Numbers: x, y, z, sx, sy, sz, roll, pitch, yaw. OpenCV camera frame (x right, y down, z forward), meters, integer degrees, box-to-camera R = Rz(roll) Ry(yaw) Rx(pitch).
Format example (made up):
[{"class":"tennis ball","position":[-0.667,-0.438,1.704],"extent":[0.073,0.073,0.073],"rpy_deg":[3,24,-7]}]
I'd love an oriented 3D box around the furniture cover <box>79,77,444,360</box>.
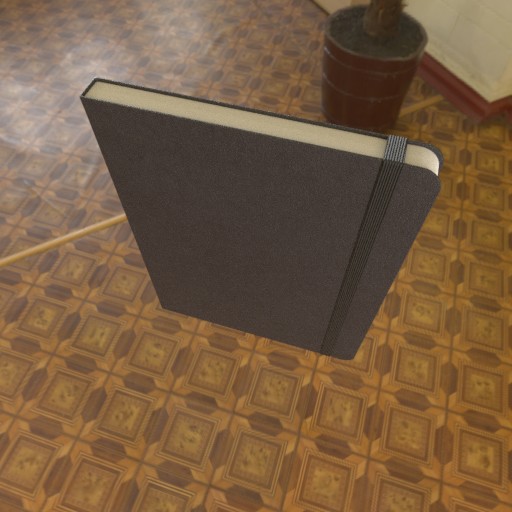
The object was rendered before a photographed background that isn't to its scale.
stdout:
[{"class":"furniture cover","position":[0.000,0.000,0.370],"extent":[0.216,0.281,0.023],"rpy_deg":[14,58,9]}]
